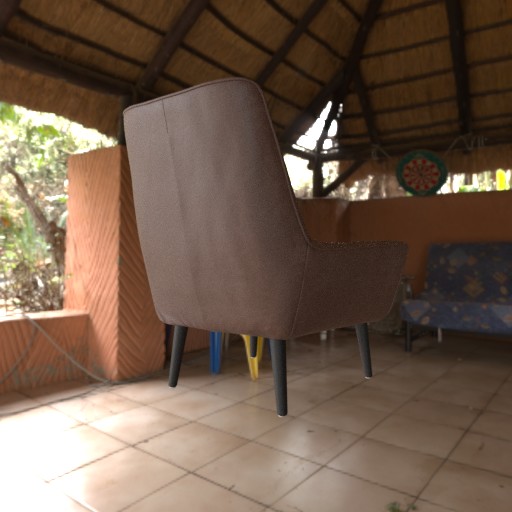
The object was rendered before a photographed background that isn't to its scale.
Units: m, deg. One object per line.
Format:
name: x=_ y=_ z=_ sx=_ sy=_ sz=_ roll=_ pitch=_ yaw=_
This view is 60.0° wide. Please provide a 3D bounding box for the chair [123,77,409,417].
chair: x=0.000 y=0.000 z=1.501 sx=0.787 sy=0.888 sz=0.824 roll=0 pitch=0 yaw=37
